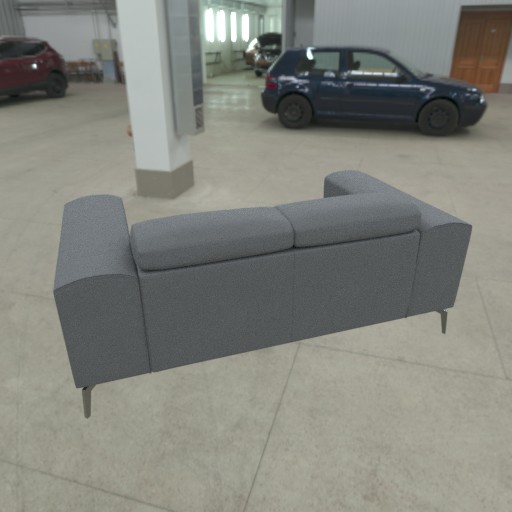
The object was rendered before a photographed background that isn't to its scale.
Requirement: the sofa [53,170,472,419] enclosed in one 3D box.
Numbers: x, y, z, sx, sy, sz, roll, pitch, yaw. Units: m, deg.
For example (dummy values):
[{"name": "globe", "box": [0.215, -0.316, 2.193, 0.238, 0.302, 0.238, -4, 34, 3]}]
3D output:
[{"name": "sofa", "box": [0.000, 0.000, 2.364, 1.895, 0.779, 1.003, -9, 28, -17]}]
